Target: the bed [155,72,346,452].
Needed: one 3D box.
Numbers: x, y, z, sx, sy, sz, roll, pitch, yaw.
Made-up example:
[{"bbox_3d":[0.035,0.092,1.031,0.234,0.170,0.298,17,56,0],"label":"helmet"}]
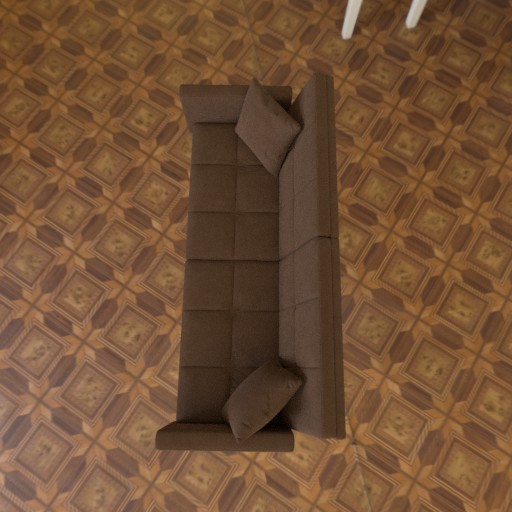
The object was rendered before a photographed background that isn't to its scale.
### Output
[{"bbox_3d":[0.000,0.000,2.377,0.889,0.787,1.905,1,75,0],"label":"bed"}]
